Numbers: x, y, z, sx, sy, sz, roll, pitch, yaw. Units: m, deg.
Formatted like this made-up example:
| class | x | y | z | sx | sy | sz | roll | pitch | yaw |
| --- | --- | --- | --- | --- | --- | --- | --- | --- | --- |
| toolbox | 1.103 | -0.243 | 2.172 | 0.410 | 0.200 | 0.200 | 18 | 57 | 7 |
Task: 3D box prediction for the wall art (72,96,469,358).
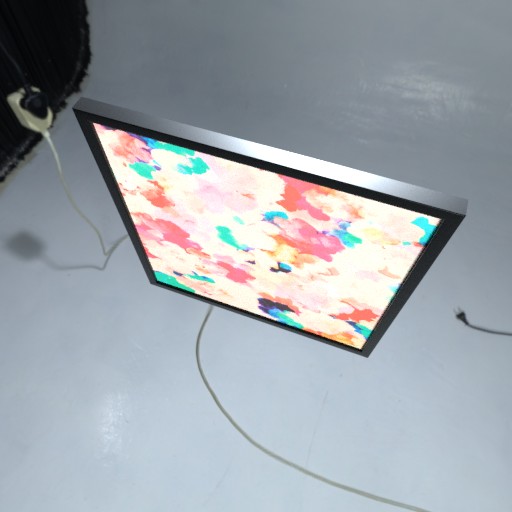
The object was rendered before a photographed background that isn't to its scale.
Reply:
| class | x | y | z | sx | sy | sz | roll | pitch | yaw |
| --- | --- | --- | --- | --- | --- | --- | --- | --- | --- |
| wall art | 0.000 | 0.000 | 1.135 | 0.756 | 0.755 | 0.036 | 17 | 61 | 10 |
